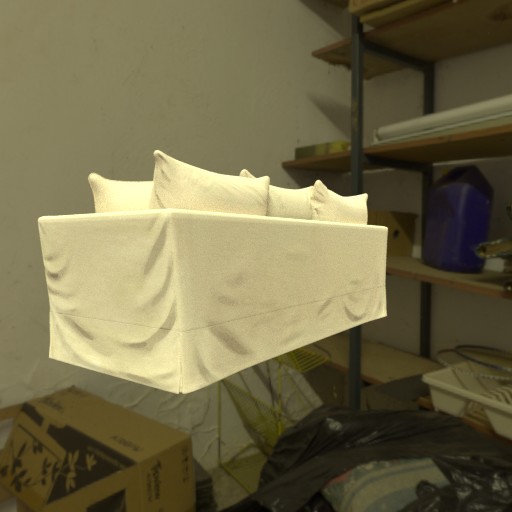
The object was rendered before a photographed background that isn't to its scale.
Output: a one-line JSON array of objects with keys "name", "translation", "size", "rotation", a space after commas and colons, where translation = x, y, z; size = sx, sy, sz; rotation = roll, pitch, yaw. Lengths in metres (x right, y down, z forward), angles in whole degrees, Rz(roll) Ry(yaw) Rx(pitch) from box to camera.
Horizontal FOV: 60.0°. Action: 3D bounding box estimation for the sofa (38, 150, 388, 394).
[{"name": "sofa", "translation": [0.000, 0.000, 3.004], "size": [1.030, 1.042, 2.484], "rotation": [1, 2, 36]}]
